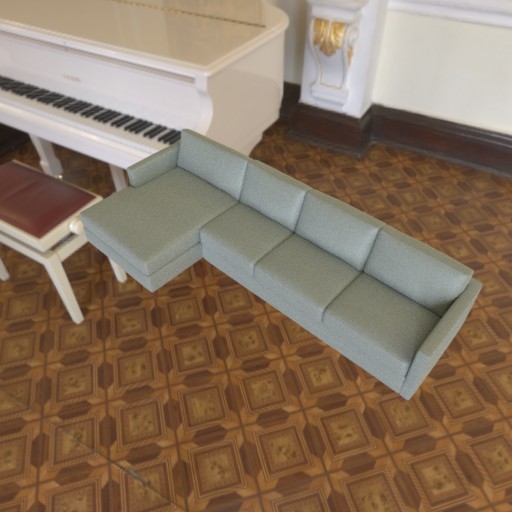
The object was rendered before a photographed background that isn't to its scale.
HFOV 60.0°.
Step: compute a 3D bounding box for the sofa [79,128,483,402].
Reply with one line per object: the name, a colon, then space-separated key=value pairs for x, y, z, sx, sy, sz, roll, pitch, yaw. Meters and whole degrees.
sofa: x=0.000 y=0.000 z=4.095 sx=3.470 sy=0.953 sz=1.600 roll=33 pitch=53 yaw=29
